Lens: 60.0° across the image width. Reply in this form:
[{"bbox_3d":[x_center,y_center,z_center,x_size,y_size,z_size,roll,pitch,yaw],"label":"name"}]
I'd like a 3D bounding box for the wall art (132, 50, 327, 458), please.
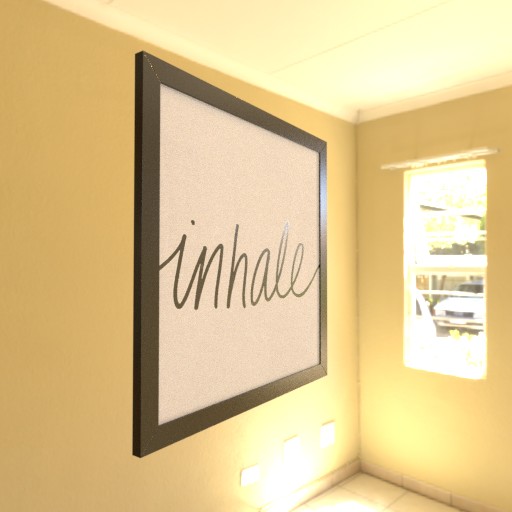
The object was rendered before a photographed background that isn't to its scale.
[{"bbox_3d":[0.000,0.000,0.667,0.014,0.445,0.446,-1,-1,36],"label":"wall art"}]
